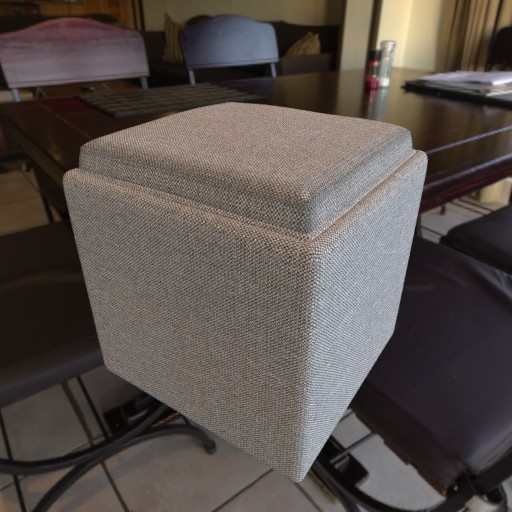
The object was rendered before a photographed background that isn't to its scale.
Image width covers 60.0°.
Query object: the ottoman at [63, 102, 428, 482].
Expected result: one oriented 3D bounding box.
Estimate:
[{"bbox_3d":[0.000,0.000,0.826,0.454,0.487,0.436,19,35,29],"label":"ottoman"}]
